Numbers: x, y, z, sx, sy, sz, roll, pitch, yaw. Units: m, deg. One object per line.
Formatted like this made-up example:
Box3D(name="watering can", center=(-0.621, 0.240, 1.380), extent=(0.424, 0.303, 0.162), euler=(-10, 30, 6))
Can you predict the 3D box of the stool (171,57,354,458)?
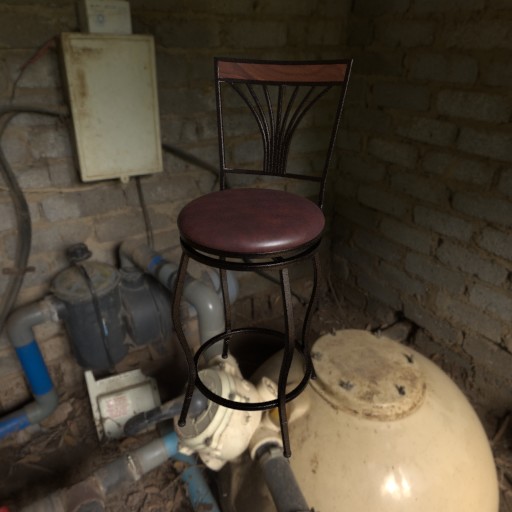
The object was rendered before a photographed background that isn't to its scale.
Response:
Box3D(name="stool", center=(0.000, 0.000, 1.389), extent=(0.433, 1.117, 0.514), euler=(9, 28, 17))
